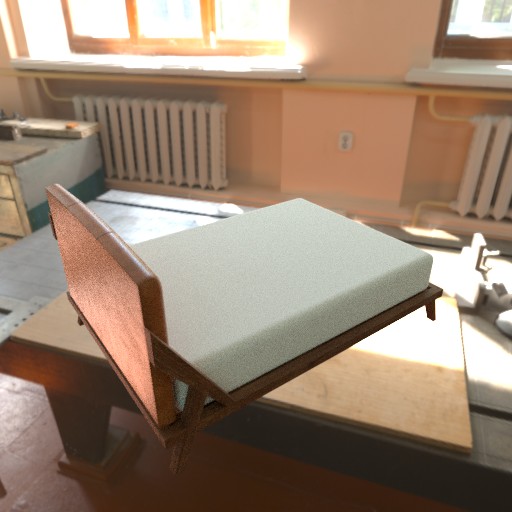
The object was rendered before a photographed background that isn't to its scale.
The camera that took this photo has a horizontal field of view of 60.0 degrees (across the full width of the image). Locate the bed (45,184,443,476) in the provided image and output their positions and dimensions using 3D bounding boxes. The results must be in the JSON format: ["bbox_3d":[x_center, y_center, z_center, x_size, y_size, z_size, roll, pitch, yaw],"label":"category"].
[{"bbox_3d":[0.000,0.000,3.199,2.311,1.168,1.651,-19,33,-32],"label":"bed"}]
